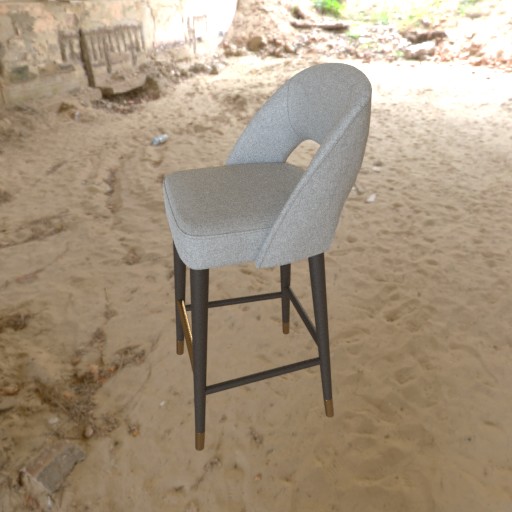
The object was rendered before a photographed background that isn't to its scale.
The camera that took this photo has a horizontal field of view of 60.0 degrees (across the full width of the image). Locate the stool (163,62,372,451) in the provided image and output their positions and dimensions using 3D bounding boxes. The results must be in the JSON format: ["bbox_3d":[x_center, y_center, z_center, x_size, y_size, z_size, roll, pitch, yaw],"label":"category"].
[{"bbox_3d":[0.000,0.000,1.319,0.509,1.037,0.494,-9,32,-14],"label":"stool"}]
